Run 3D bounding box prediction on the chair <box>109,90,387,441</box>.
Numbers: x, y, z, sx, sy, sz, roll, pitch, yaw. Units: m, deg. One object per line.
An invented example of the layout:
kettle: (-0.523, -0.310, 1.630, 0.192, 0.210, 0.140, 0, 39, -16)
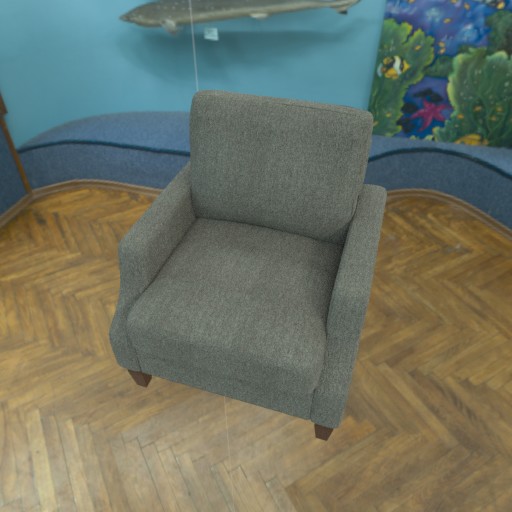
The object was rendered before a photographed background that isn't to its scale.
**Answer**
chair: (0.000, 0.000, 1.668, 0.855, 0.993, 0.897, 12, 43, 13)
